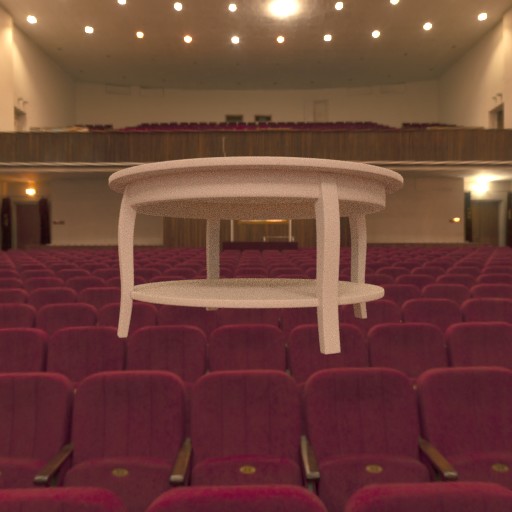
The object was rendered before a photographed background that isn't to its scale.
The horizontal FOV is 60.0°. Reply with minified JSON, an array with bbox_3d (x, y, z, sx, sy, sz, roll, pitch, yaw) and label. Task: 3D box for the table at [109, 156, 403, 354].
[{"bbox_3d":[0.000,0.000,1.446,0.910,0.457,0.910,0,1,0],"label":"table"}]
